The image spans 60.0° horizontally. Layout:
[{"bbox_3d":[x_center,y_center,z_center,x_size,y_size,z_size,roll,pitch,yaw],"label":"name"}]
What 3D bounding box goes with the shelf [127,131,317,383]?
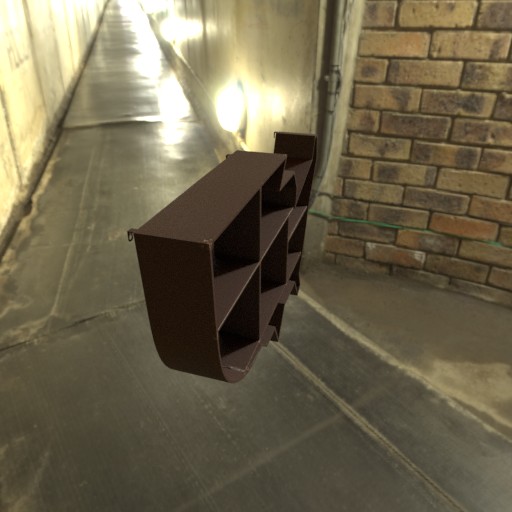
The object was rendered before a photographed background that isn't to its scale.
[{"bbox_3d":[0.000,0.000,0.947,0.112,0.439,0.729,9,30,15],"label":"shelf"}]
